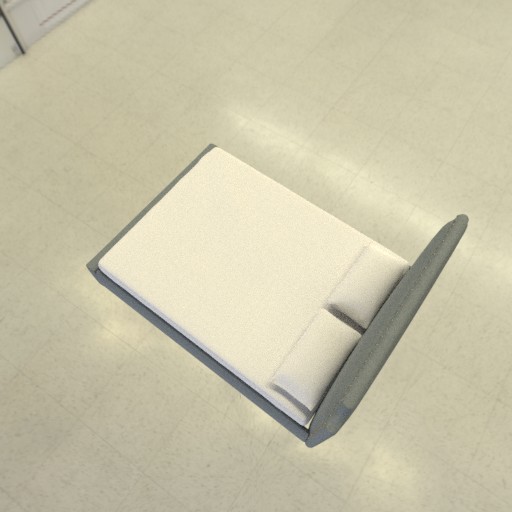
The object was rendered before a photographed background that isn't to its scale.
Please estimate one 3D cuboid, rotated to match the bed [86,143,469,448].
[{"bbox_3d":[0.000,0.000,3.501,2.372,1.443,1.712,34,68,16],"label":"bed"}]
